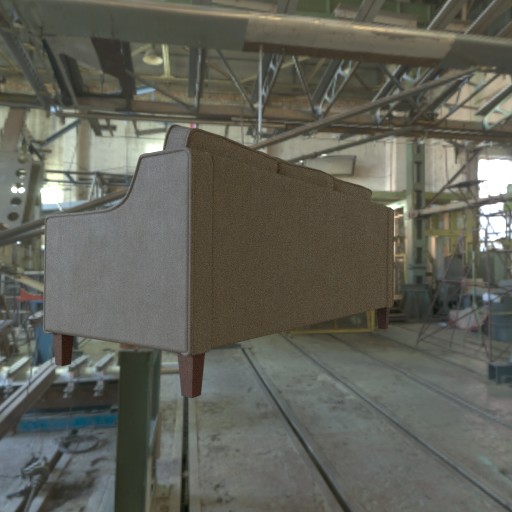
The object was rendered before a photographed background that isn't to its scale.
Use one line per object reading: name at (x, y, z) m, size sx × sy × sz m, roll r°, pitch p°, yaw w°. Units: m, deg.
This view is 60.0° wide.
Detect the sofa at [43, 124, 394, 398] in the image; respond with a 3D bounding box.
sofa at (0.000, 0.000, 2.495) m, size 0.911 × 0.974 × 1.986 m, roll -1°, pitch -1°, yaw 36°
